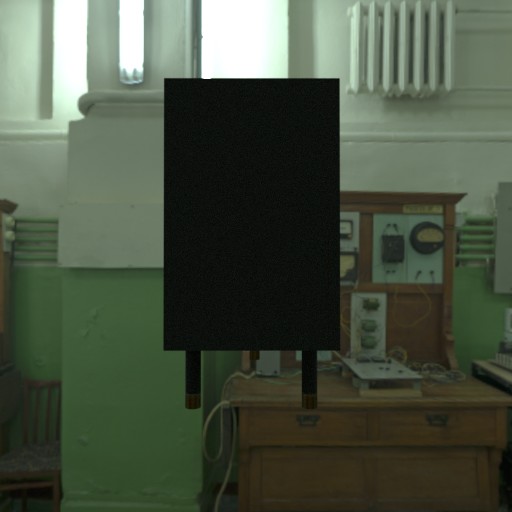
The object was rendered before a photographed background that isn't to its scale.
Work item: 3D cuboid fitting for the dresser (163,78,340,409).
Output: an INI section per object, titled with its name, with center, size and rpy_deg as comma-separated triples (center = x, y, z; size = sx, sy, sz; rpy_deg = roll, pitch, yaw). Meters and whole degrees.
[dresser]
center = 0.000, 0.000, 1.881
size = 0.463, 0.872, 1.558
rpy_deg = 0, -1, 0
